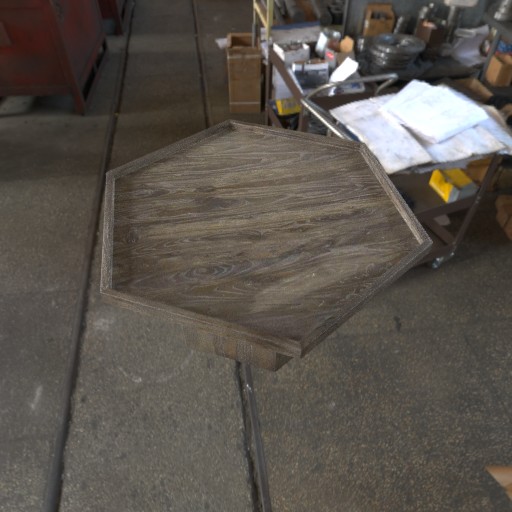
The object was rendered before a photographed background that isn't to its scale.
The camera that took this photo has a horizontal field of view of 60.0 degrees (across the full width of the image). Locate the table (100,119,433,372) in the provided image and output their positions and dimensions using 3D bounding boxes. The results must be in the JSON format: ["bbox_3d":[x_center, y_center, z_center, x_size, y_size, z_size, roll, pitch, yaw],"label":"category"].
[{"bbox_3d":[0.000,0.000,1.621,1.115,0.488,0.966,-32,54,-27],"label":"table"}]
